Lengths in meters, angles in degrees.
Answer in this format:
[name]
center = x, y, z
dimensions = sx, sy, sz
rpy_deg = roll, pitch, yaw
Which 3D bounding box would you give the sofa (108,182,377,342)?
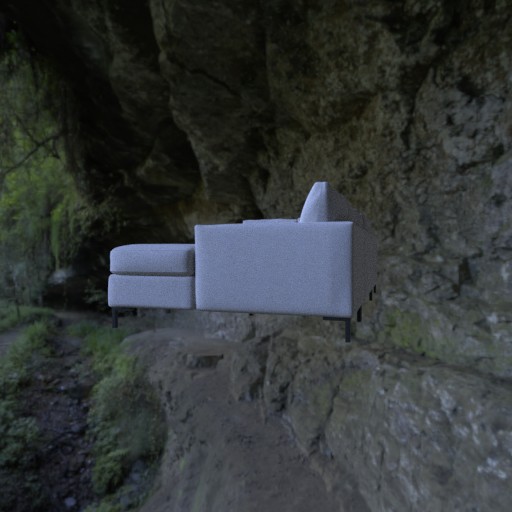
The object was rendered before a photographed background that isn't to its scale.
[sofa]
center = 0.000, 0.000, 3.952
dimensions = 1.989, 0.862, 2.984
rpy_deg = 0, 1, 18
